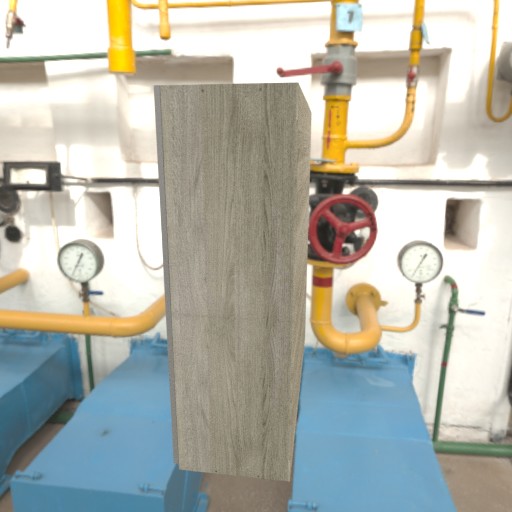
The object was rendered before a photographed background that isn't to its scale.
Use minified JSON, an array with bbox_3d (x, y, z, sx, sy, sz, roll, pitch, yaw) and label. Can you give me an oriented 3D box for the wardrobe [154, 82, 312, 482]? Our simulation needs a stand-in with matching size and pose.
[{"bbox_3d":[0.000,0.000,2.968,0.629,1.960,1.780,2,14,8],"label":"wardrobe"}]
